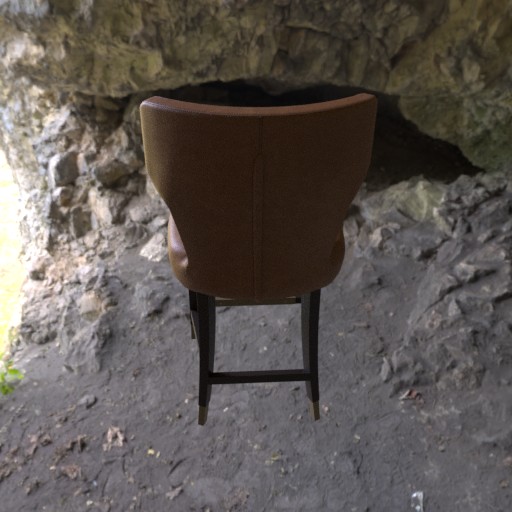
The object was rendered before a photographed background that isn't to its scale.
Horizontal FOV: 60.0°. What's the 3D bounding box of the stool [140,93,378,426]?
[{"bbox_3d":[0.000,0.000,1.325,0.526,0.982,0.563,-2,31,-3],"label":"stool"}]
